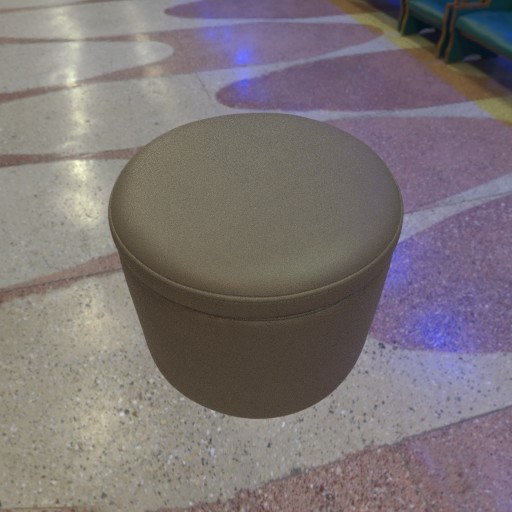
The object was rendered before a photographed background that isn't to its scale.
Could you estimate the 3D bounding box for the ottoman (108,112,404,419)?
[{"bbox_3d":[0.000,0.000,0.879,0.500,0.409,0.500,0,46,0],"label":"ottoman"}]
